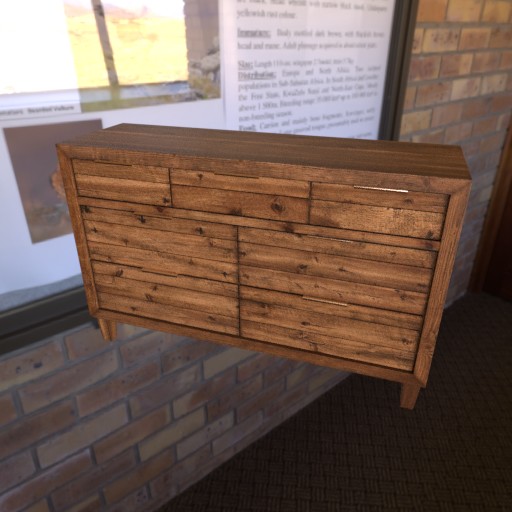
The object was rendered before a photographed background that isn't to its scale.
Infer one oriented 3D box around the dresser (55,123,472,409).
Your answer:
[{"bbox_3d":[0.000,0.000,1.787,1.387,0.892,0.438,9,28,16],"label":"dresser"}]
